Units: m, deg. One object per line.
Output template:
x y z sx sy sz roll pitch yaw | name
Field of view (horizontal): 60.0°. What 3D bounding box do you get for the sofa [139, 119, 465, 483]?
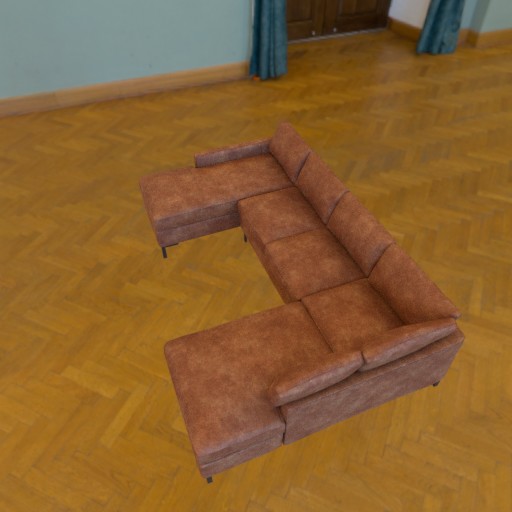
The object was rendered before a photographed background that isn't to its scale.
0.000 0.000 3.828 1.939 0.900 2.956 -16 47 -15 | sofa
